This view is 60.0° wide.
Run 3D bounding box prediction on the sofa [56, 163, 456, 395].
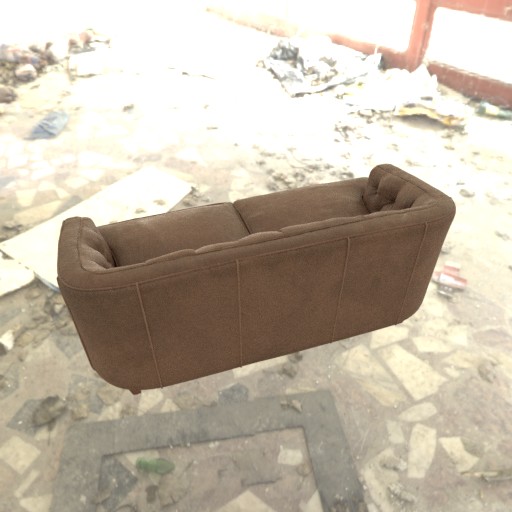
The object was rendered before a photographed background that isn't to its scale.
[{"bbox_3d":[0.000,0.000,2.259,1.767,0.799,0.917,-12,42,-14],"label":"sofa"}]
